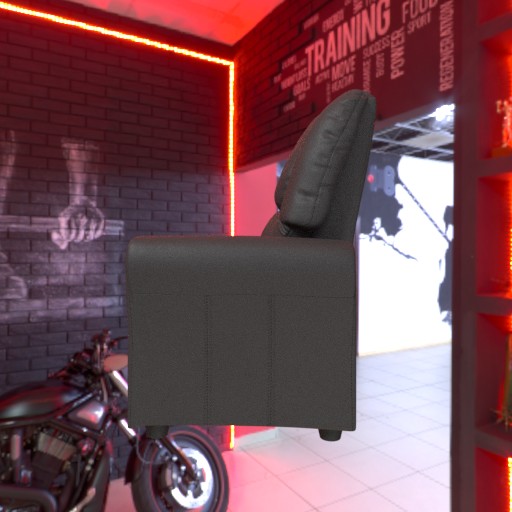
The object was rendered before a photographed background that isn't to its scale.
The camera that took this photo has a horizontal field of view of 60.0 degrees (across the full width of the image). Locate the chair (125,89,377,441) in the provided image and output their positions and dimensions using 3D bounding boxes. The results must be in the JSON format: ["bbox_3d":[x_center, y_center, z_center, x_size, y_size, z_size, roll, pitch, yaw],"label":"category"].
[{"bbox_3d":[0.000,0.000,1.111,0.521,0.709,0.610,0,0,2],"label":"chair"}]
